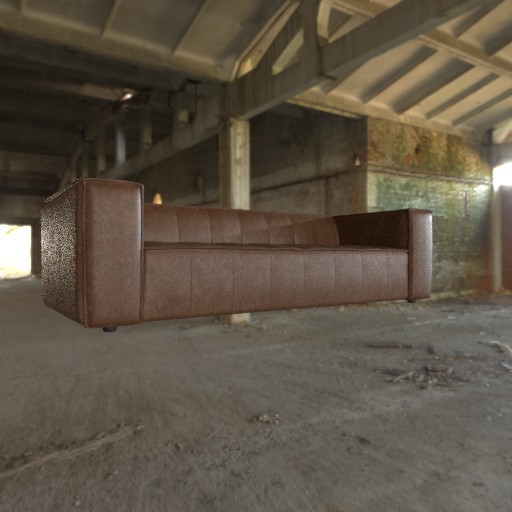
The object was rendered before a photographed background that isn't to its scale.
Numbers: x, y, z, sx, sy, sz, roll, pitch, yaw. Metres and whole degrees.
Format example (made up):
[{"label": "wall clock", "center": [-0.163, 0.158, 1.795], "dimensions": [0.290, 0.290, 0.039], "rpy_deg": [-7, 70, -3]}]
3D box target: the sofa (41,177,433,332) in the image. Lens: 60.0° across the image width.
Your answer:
[{"label": "sofa", "center": [0.000, 0.000, 3.053], "dimensions": [2.581, 0.701, 1.102], "rpy_deg": [0, 0, -34]}]
